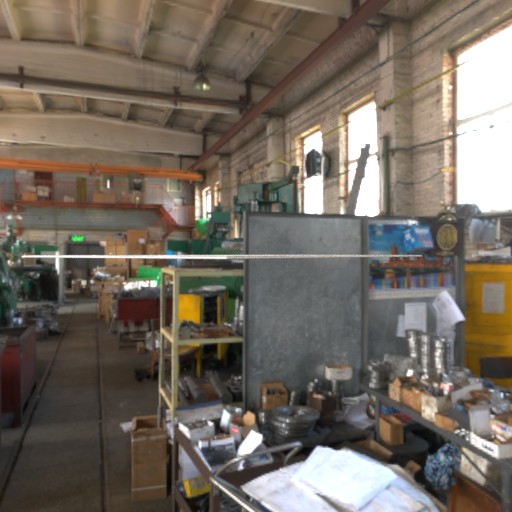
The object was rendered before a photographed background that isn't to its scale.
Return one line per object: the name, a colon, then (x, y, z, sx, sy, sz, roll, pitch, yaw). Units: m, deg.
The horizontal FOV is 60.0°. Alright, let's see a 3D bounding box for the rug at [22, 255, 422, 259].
rug: (0.000, 0.000, 3.053, 1.536, 0.012, 2.431, 0, 0, 37)
